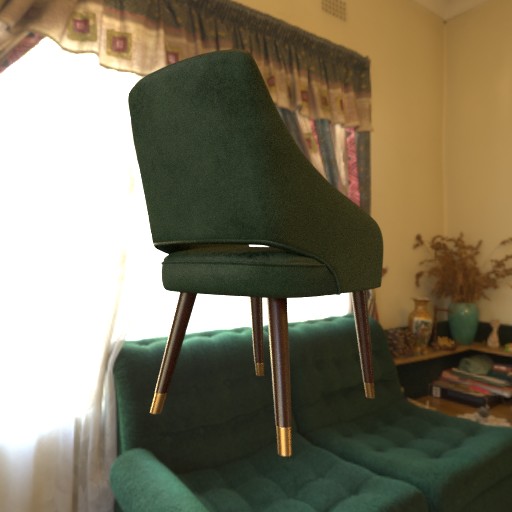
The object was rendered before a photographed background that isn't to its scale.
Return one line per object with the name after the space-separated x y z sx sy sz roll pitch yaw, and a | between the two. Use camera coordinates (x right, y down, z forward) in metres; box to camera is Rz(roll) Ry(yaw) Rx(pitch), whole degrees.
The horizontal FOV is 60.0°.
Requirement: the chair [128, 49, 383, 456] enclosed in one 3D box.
0.000 0.000 1.548 0.683 1.081 0.794 0 0 37 | chair
